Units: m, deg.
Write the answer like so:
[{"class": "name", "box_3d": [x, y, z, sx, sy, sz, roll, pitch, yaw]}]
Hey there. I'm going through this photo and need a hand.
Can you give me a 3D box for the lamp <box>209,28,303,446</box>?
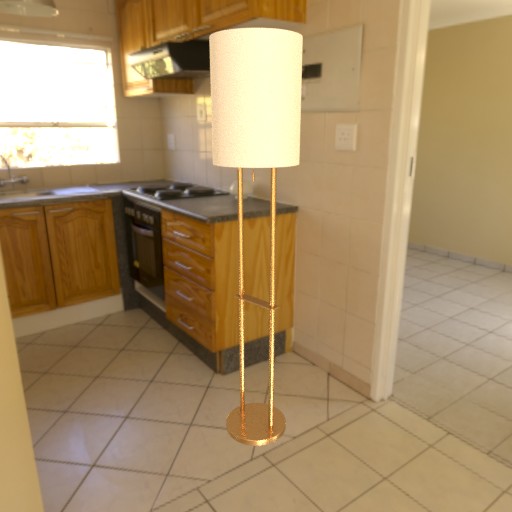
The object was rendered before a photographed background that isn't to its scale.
[{"class": "lamp", "box_3d": [0.000, 0.000, 1.671, 0.306, 1.500, 0.305, 15, 22, 42]}]
